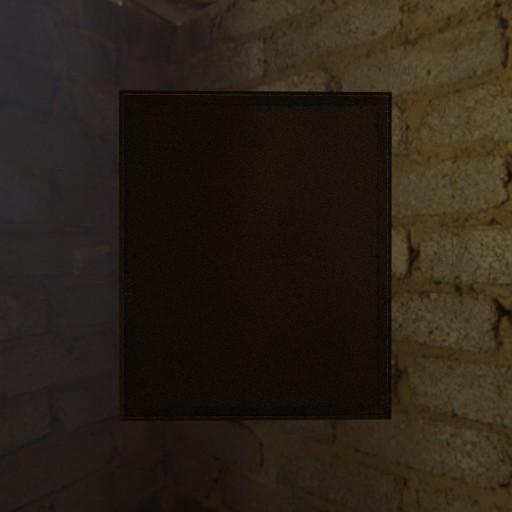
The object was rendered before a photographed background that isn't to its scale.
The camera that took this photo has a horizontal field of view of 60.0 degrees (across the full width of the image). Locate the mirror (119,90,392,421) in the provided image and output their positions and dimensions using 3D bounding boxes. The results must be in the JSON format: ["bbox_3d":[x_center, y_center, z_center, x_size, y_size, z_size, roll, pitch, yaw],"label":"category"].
[{"bbox_3d":[0.000,0.000,1.203,0.730,0.882,0.032,0,0,-1],"label":"mirror"}]
